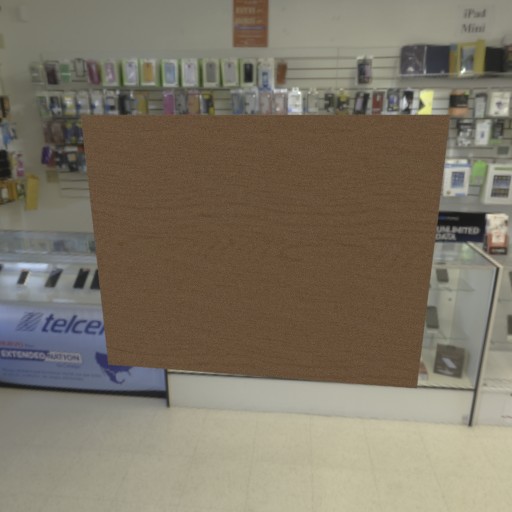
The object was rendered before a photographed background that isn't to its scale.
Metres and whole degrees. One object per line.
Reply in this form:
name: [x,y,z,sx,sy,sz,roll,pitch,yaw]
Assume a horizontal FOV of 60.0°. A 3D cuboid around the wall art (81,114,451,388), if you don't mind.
wall art: [0.000,0.000,0.670,0.508,0.406,0.013,2,17,8]
